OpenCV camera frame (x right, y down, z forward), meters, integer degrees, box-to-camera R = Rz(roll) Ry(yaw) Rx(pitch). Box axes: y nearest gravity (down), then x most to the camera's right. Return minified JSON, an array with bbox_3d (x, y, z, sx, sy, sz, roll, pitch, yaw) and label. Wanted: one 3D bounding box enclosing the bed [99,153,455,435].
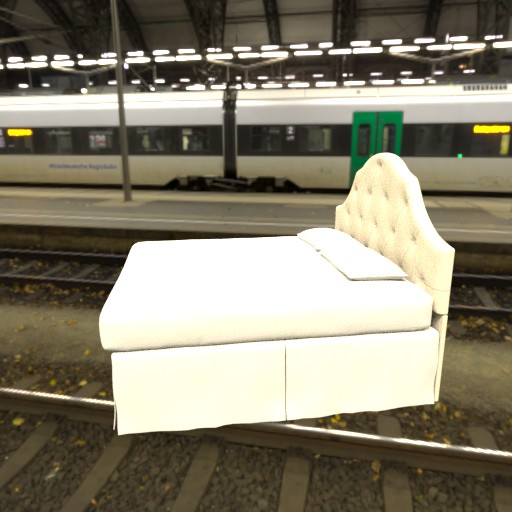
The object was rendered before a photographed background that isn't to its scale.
[{"bbox_3d":[0.000,0.000,3.447,2.086,1.555,2.012,-2,14,-9],"label":"bed"}]
